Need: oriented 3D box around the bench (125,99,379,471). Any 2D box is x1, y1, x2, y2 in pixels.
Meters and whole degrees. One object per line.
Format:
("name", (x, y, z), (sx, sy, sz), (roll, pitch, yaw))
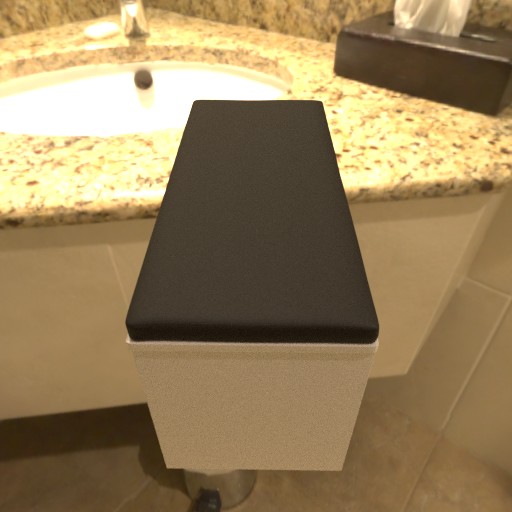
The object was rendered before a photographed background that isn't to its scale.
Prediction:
("bench", (0.000, 0.000, 1.171), (0.401, 0.500, 0.899), (1, 41, 1))
